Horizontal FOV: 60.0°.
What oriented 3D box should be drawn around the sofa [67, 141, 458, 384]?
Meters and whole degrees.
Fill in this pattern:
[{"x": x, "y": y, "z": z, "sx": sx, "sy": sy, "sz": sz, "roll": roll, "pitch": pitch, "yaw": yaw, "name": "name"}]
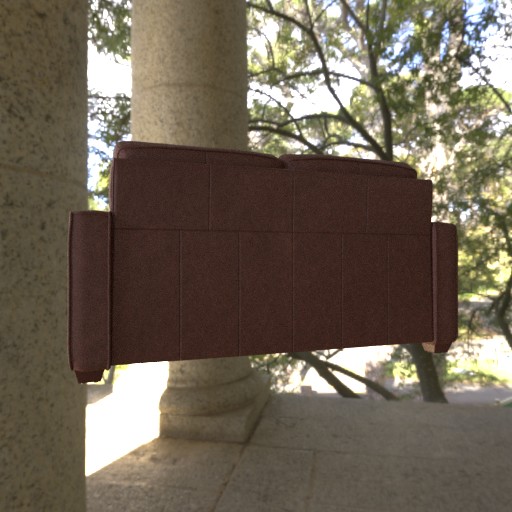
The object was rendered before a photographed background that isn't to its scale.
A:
[{"x": 0.000, "y": 0.000, "z": 2.236, "sx": 1.709, "sy": 0.918, "sz": 0.947, "roll": 0, "pitch": 0, "yaw": -19, "name": "sofa"}]
